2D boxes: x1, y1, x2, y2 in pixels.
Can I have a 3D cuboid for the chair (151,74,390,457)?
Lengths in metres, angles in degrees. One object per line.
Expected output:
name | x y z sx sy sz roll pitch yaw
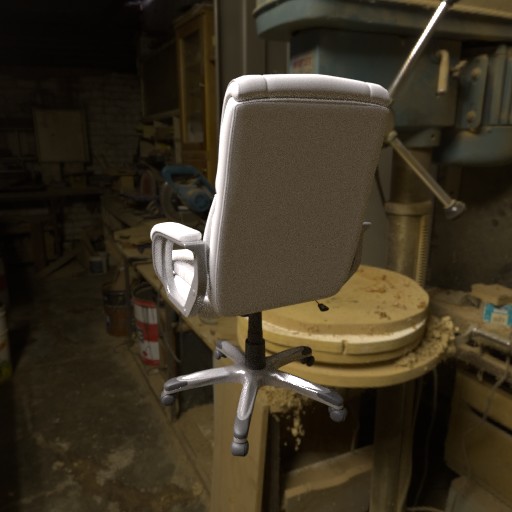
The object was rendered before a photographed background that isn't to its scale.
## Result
chair | 0.000 0.000 1.564 0.687 1.120 0.738 -8 17 -27
